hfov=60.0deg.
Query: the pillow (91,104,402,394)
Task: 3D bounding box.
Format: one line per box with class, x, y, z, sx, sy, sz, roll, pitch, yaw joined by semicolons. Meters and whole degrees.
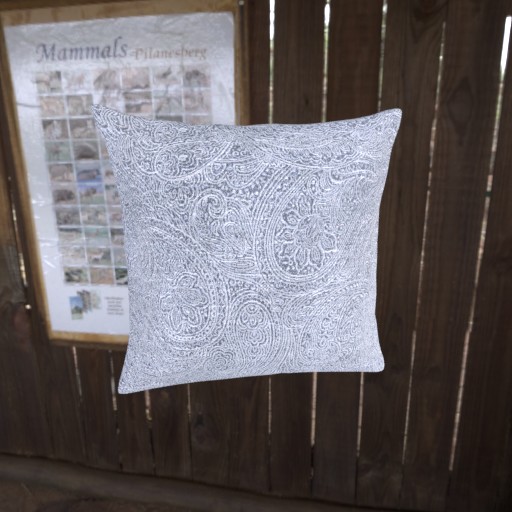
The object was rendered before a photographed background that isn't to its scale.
pillow;0.000;0.000;0.796;0.523;0.510;0.166;-2;14;-8
